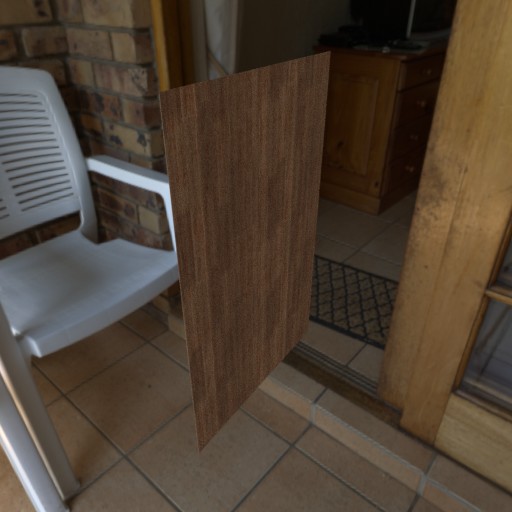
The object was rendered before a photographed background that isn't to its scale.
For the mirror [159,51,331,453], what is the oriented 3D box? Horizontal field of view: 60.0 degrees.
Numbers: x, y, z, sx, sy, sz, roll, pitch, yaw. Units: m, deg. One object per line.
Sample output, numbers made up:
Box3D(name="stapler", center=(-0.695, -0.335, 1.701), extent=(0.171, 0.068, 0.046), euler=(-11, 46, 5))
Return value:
Box3D(name="mirror", center=(0.000, 0.000, 1.267), extent=(0.047, 1.010, 0.651), euler=(20, 37, 29))
